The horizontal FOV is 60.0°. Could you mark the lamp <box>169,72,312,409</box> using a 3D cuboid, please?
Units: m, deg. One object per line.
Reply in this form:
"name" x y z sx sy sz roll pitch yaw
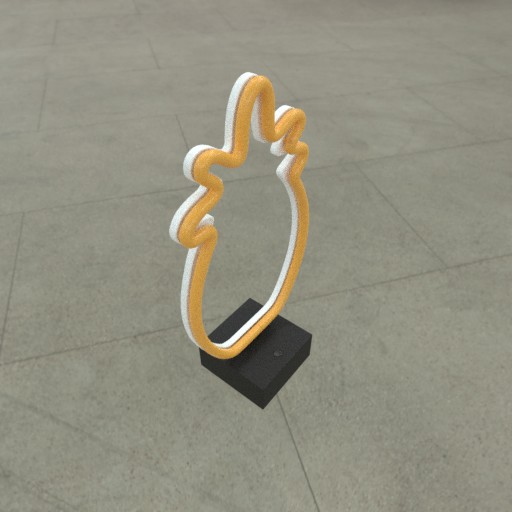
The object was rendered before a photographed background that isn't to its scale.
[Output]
"lamp" 0.000 0.000 0.400 0.088 0.317 0.167 28 49 28
